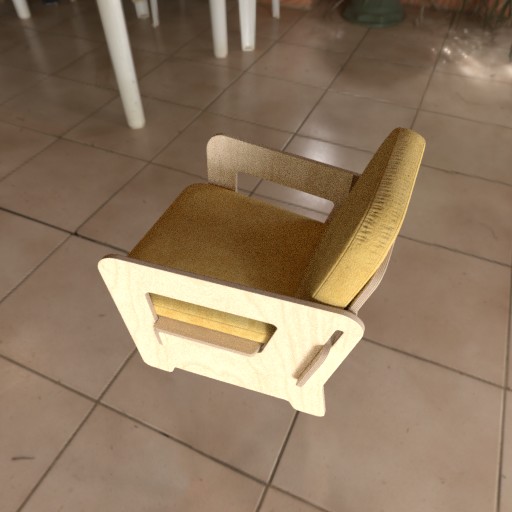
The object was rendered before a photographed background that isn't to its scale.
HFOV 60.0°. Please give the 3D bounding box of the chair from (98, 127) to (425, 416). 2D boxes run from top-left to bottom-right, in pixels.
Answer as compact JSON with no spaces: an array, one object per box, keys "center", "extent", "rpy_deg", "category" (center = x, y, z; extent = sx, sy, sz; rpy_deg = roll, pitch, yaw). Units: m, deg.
[{"center":[0.000,0.000,1.275],"extent":[0.710,0.800,0.590],"rpy_deg":[17,49,16],"category":"chair"}]
